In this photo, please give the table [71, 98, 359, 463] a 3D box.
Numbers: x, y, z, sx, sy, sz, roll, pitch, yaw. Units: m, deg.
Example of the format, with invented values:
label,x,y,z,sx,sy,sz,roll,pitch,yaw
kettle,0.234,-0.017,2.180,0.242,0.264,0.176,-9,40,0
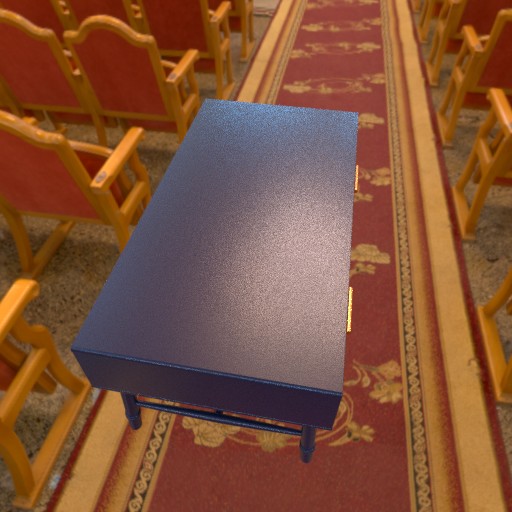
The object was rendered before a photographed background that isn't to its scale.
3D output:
label,x,y,z,sx,sy,sz,roll,pitch,yaw
table,0.000,0.000,1.389,0.572,0.457,1.067,8,47,7
